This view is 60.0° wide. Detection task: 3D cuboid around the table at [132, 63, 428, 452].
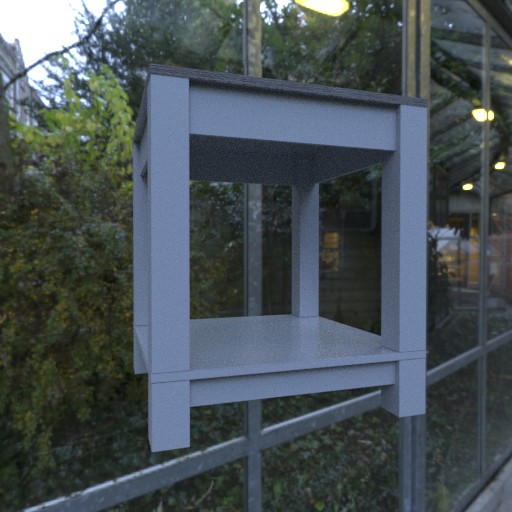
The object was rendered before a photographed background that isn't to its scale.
[{"bbox_3d":[0.000,0.000,0.987,0.504,0.587,0.506,0,1,-18],"label":"table"}]
